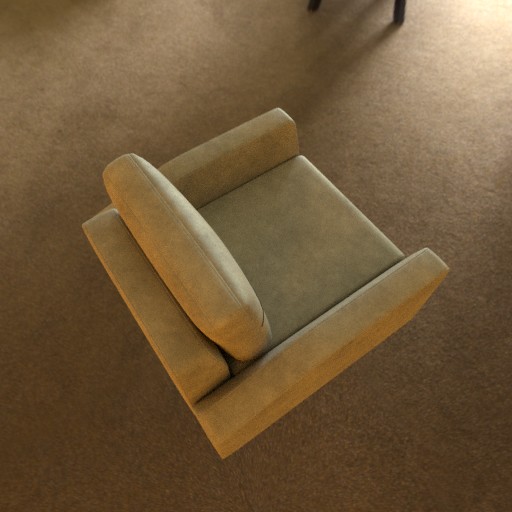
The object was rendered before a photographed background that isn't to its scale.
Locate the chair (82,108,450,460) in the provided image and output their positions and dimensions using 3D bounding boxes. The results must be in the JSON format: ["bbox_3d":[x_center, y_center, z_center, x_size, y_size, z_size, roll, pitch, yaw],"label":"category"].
[{"bbox_3d":[0.000,0.000,1.537,0.900,0.800,0.900,-31,64,-17],"label":"chair"}]
